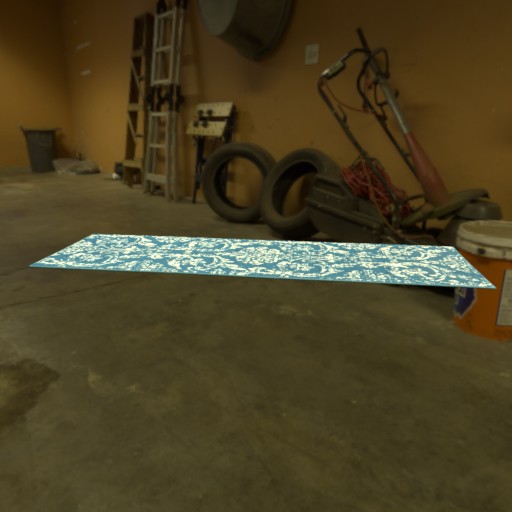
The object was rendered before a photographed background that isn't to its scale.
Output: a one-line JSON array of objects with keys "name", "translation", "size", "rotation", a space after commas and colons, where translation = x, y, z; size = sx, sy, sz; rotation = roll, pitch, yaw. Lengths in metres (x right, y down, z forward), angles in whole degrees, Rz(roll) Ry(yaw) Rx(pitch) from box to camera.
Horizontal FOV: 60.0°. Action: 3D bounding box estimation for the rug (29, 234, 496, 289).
[{"name": "rug", "translation": [0.000, 0.000, 2.376], "size": [2.196, 0.011, 0.662], "rotation": [2, 17, 8]}]
